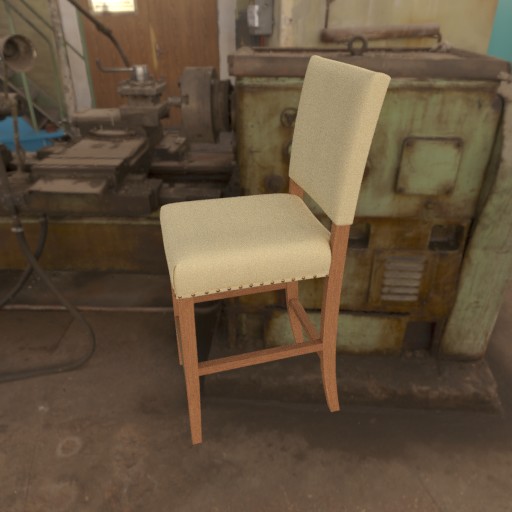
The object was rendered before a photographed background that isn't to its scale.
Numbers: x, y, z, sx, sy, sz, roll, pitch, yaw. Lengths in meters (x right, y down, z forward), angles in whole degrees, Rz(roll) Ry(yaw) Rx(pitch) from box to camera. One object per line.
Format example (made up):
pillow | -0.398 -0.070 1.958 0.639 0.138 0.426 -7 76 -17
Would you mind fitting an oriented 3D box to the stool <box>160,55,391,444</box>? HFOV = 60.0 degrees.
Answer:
stool | 0.000 0.000 1.471 0.584 1.168 0.445 -7 30 -13
